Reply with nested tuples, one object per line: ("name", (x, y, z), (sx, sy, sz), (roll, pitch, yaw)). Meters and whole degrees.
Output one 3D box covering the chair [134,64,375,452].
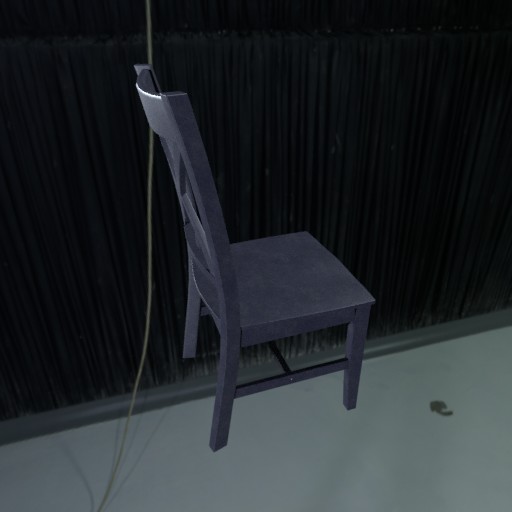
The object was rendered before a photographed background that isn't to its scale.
("chair", (0.000, 0.000, 1.269), (0.542, 0.983, 0.485), (-10, 31, -17))
